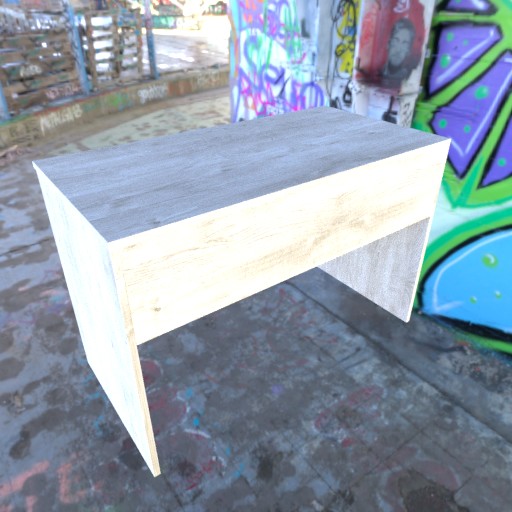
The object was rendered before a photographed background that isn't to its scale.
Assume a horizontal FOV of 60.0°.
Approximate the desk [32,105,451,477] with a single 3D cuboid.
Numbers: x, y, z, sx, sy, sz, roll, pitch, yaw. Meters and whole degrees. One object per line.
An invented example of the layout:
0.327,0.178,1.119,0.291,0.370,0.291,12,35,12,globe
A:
0.000,0.000,1.482,1.100,0.730,0.560,-21,37,-31,desk
